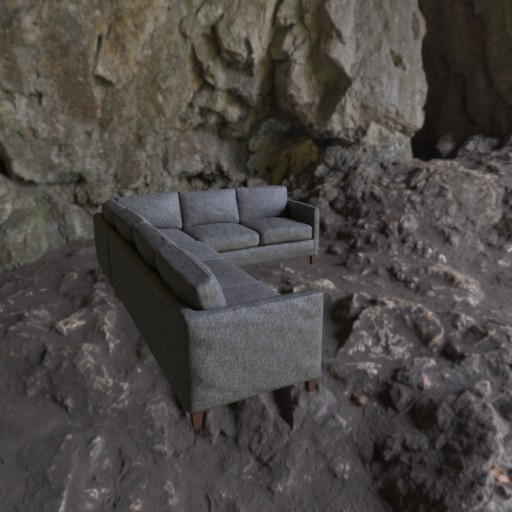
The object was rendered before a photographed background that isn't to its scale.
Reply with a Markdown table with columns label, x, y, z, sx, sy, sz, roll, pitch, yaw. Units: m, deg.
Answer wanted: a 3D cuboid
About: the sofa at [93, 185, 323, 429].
| label | x | y | z | sx | sy | sz | roll | pitch | yaw |
| --- | --- | --- | --- | --- | --- | --- | --- | --- | --- |
| sofa | 0.000 | 0.000 | 4.354 | 2.593 | 0.947 | 3.302 | -8 | 18 | -26 |
